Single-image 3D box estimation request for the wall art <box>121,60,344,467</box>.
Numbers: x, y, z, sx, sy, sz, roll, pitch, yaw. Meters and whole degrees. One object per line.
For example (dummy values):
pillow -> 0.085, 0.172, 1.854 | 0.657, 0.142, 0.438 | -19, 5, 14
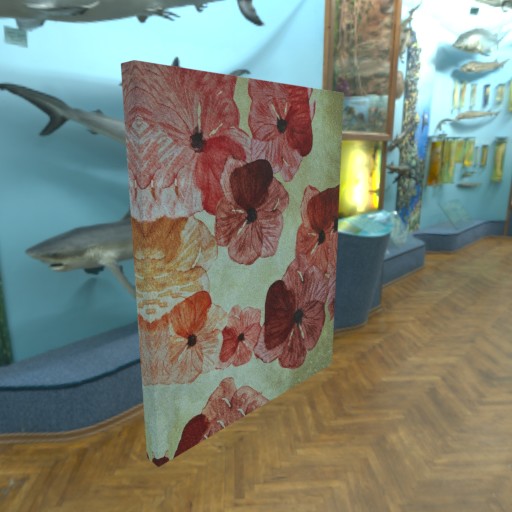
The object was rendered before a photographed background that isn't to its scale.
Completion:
wall art -> 0.000, 0.000, 0.685 | 0.028, 0.508, 0.406 | 13, 19, 42
